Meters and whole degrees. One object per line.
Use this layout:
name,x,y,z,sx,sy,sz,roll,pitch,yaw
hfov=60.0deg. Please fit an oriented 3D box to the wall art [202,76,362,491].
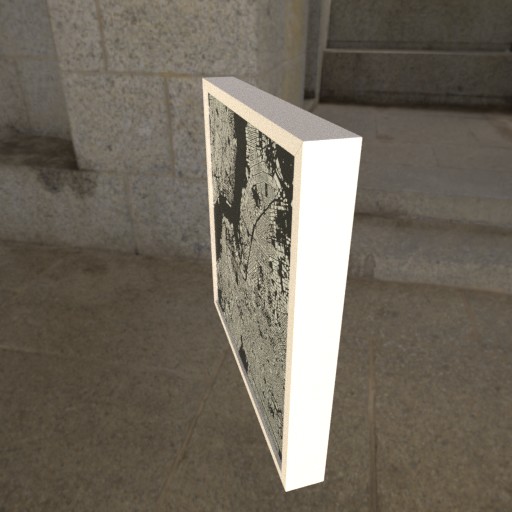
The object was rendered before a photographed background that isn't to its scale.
wall art,0.000,0.000,0.448,0.037,0.305,0.305,-8,29,-14
